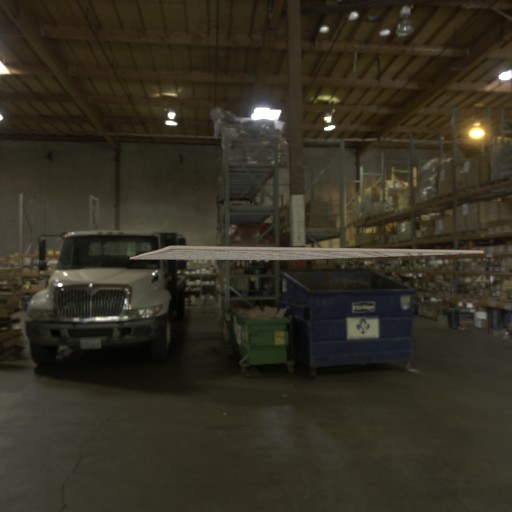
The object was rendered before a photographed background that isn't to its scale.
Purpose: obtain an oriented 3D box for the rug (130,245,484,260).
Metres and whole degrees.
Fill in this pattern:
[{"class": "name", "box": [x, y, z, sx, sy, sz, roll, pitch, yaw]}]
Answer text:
[{"class": "rug", "box": [0.000, 0.000, 2.123, 1.066, 0.011, 1.677, 0, -1, -19]}]
